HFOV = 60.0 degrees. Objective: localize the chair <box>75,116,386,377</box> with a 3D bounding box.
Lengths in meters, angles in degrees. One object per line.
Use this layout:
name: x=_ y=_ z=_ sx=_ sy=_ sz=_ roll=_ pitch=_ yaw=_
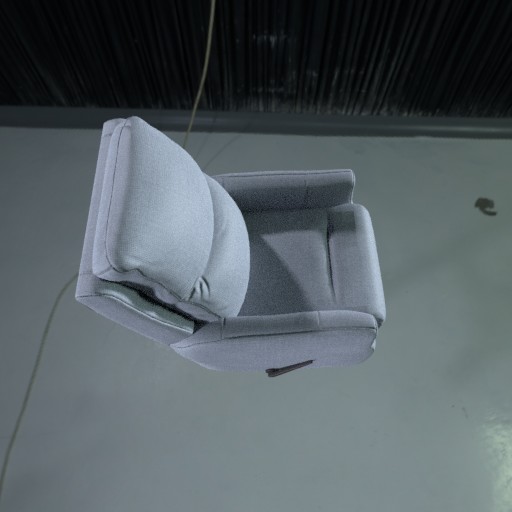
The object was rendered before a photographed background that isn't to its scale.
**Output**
chair: x=0.000 y=0.000 z=1.804 sx=1.080 sy=1.030 sz=0.829 roll=-1 pitch=64 yaw=-1
